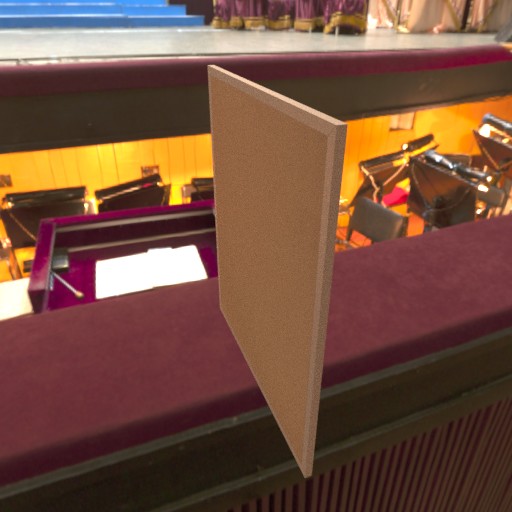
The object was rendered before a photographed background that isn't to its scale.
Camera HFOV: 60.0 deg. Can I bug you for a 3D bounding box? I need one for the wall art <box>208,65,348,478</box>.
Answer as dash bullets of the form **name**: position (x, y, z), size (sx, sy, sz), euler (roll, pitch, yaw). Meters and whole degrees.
- **wall art**: position (0.000, 0.000, 0.766), size (0.012, 0.557, 0.482), euler (-11, 32, -18)
